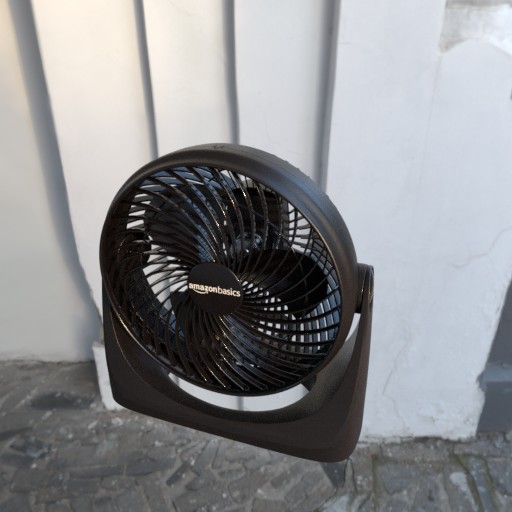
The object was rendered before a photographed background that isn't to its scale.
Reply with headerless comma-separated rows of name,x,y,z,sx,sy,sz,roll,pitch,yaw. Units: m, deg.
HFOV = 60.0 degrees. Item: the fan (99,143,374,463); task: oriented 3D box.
fan,0.000,0.000,0.485,0.273,0.277,0.256,8,28,17
